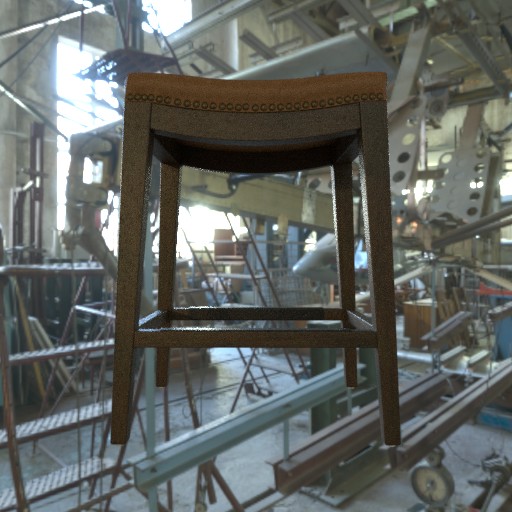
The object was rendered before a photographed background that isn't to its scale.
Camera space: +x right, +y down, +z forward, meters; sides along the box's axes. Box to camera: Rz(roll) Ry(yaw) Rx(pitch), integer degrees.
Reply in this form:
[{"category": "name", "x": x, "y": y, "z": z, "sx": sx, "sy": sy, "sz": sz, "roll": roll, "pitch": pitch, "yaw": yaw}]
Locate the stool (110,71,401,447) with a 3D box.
[{"category": "stool", "x": 0.000, "y": 0.000, "z": 0.942, "sx": 0.500, "sy": 0.660, "sz": 0.361, "roll": 0, "pitch": 0, "yaw": 0}]
